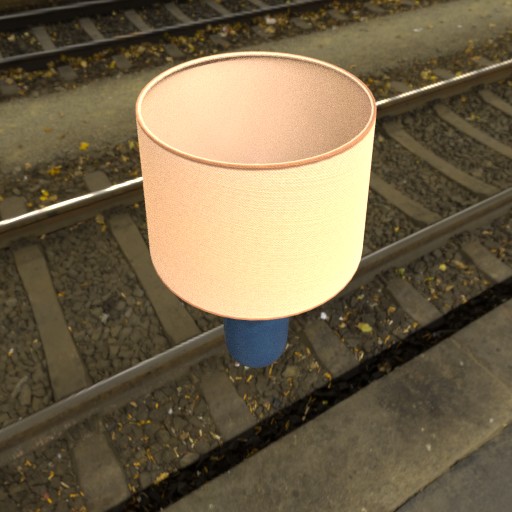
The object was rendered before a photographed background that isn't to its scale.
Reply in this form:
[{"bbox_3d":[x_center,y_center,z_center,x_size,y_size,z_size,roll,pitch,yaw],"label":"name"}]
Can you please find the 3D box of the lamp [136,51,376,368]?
[{"bbox_3d":[0.000,0.000,0.815,0.367,0.609,0.367,0,46,0],"label":"lamp"}]
